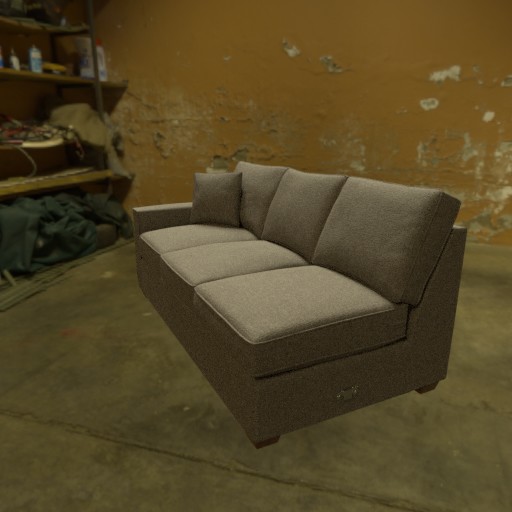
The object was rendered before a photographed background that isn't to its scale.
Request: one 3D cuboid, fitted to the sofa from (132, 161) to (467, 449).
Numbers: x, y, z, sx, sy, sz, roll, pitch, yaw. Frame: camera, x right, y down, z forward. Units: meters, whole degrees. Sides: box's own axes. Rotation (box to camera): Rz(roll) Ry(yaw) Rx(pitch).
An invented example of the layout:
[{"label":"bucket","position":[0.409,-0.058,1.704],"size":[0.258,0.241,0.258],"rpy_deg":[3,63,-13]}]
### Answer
[{"label":"sofa","position":[0.000,0.000,2.535],"size":[1.034,0.946,1.963],"rpy_deg":[-8,18,-26]}]
